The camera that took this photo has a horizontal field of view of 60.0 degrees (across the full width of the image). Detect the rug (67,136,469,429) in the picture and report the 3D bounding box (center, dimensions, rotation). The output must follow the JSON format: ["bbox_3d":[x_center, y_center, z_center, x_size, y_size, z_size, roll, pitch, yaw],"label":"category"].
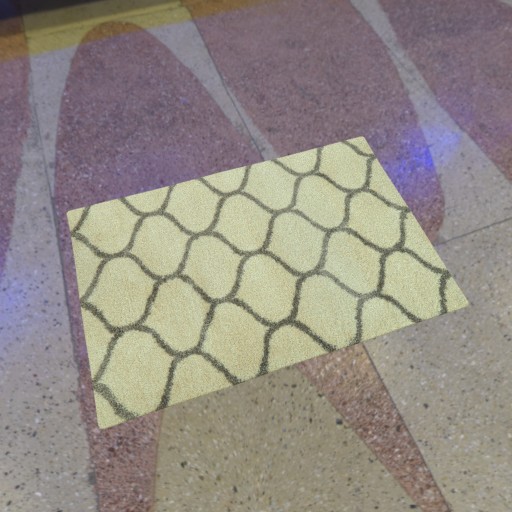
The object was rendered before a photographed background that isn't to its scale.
[{"bbox_3d":[0.000,0.000,3.455,2.701,0.026,1.801,-16,61,-9],"label":"rug"}]
